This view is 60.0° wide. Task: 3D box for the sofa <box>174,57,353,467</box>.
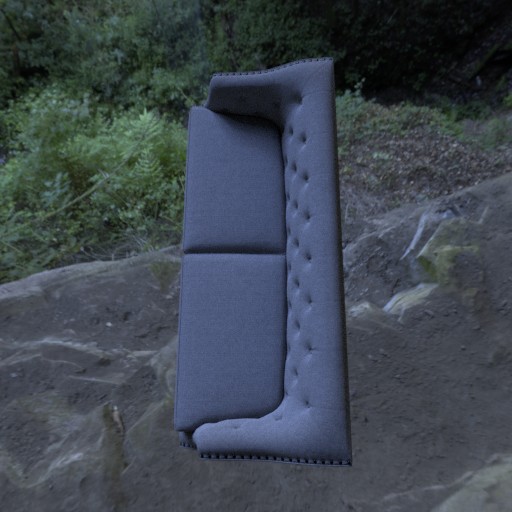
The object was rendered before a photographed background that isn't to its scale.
[{"bbox_3d":[0.000,0.000,2.722,0.914,0.901,2.235,0,75,0],"label":"sofa"}]
